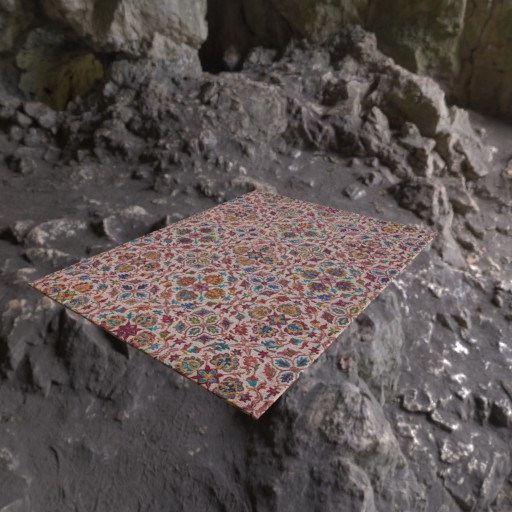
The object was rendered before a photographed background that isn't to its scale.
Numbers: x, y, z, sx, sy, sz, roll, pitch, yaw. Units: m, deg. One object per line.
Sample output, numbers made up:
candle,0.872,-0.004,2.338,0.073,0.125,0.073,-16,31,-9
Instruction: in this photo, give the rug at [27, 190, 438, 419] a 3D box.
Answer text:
rug,0.000,0.000,4.239,2.446,0.020,3.215,19,32,33
